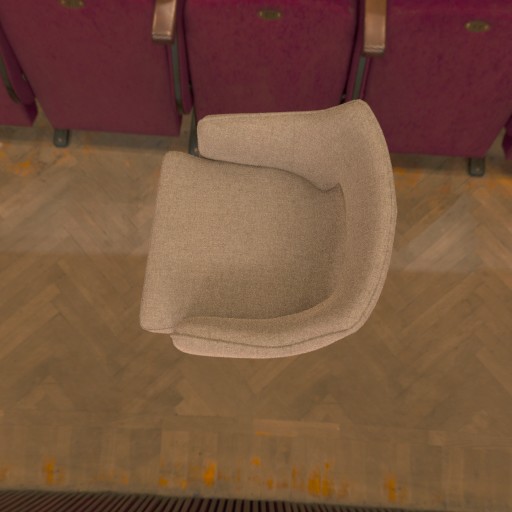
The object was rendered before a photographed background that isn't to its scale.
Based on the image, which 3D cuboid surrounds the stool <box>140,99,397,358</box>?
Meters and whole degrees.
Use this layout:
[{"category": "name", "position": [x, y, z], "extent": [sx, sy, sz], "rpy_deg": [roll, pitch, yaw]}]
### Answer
[{"category": "stool", "position": [0.000, 0.000, 1.301], "extent": [0.558, 0.944, 0.599], "rpy_deg": [5, 76, 1]}]
